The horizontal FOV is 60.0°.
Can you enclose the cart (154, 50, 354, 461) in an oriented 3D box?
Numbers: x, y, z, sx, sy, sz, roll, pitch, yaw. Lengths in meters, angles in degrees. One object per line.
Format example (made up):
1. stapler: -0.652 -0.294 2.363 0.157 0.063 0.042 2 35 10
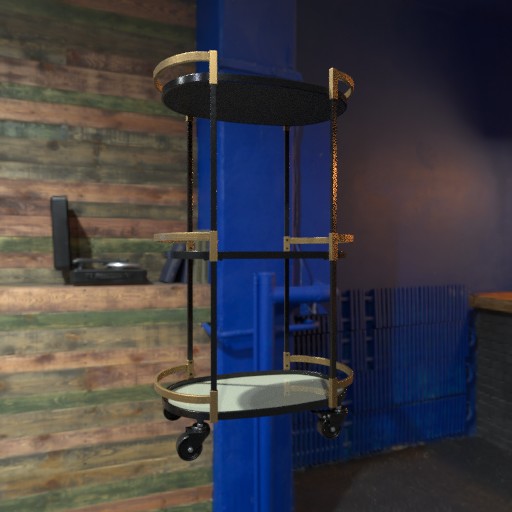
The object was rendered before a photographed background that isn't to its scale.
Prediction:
1. cart: 0.000 0.000 1.143 0.515 0.885 0.311 0 1 -19
